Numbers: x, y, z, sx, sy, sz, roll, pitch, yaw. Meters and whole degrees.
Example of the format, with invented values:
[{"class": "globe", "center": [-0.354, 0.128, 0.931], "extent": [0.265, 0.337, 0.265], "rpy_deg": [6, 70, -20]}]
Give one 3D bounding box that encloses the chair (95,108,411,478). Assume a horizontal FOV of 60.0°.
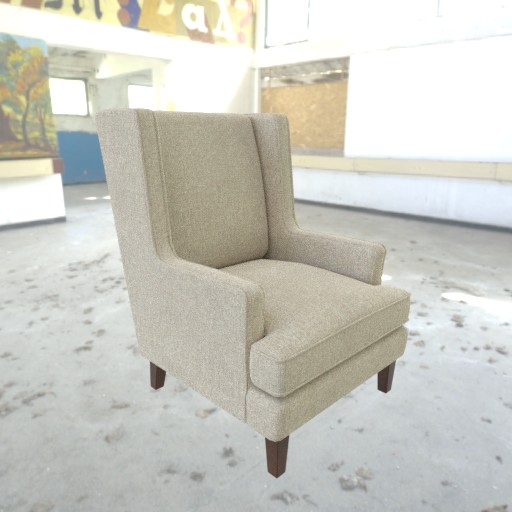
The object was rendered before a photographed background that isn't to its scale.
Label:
[{"class": "chair", "center": [0.000, 0.000, 1.707], "extent": [0.764, 1.082, 0.948], "rpy_deg": [-15, 22, -43]}]
